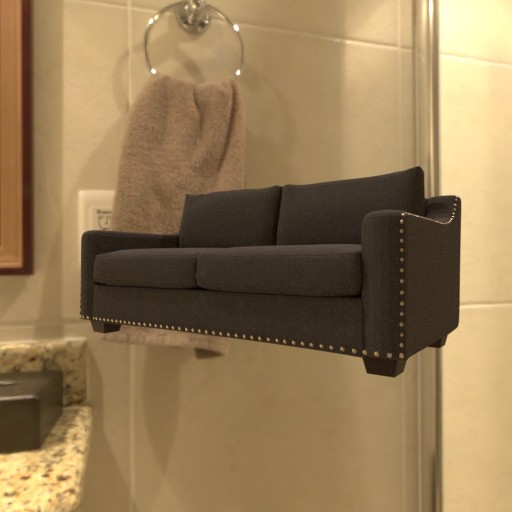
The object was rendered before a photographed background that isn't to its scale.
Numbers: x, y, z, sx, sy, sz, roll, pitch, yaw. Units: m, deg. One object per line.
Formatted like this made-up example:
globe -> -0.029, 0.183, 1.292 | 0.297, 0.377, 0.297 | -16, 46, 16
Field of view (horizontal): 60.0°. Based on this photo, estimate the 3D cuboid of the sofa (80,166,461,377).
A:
sofa -> 0.000, 0.000, 3.262 | 2.550, 1.196, 1.336 | -1, -1, 36
